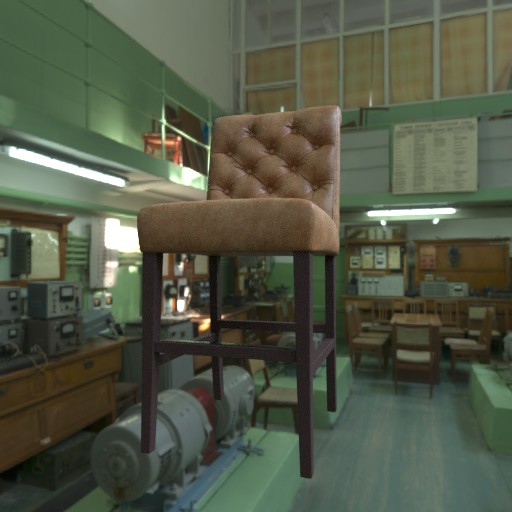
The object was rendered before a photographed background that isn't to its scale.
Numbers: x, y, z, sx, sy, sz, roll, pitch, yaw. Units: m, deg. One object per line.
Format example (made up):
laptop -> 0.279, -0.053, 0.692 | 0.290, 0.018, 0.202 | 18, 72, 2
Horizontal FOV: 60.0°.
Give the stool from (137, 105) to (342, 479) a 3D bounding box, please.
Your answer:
stool -> 0.000, 0.000, 1.372 | 0.493, 1.047, 0.601 | 0, -1, 18
